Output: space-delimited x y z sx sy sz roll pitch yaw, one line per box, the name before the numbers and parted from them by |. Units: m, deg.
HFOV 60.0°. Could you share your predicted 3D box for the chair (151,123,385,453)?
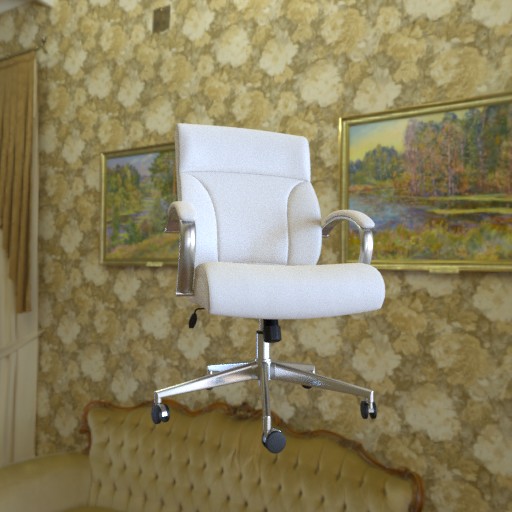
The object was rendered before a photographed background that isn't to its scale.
chair | 0.000 0.000 1.592 0.727 1.099 0.745 1 -2 -19
